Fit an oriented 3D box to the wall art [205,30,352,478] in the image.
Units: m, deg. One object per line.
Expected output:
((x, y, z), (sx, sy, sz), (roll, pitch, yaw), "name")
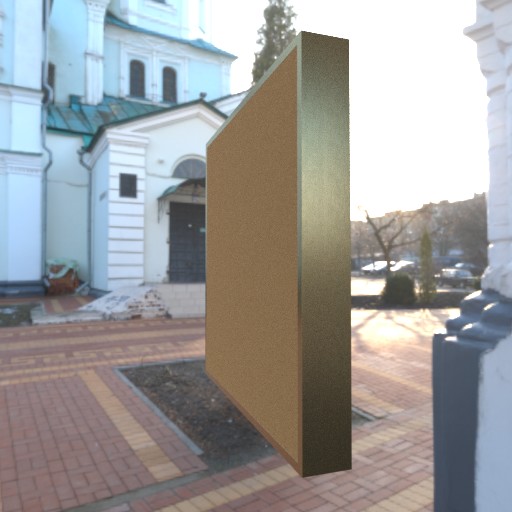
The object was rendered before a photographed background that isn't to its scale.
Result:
((0.000, 0.000, 0.451), (0.038, 0.304, 0.304), (0, -1, -19), "wall art")
